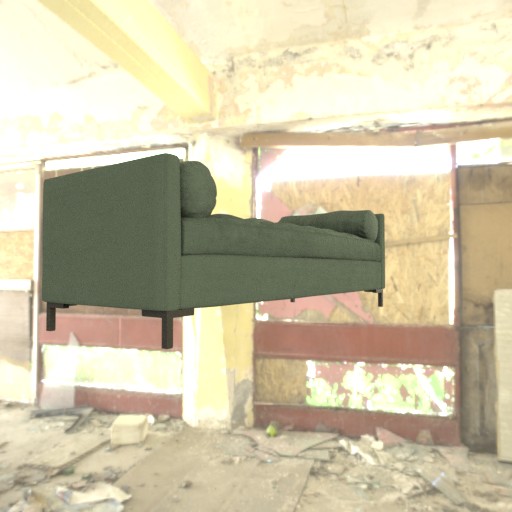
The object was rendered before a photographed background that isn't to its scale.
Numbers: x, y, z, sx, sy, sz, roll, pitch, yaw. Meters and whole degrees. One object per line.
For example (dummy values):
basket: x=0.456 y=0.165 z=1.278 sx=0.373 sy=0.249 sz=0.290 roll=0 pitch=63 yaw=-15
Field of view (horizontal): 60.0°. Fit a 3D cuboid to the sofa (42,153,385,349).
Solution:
sofa: x=0.000 y=0.000 z=2.532 sx=0.817 sy=0.681 sz=2.130 roll=-1 pitch=-2 yaw=36
